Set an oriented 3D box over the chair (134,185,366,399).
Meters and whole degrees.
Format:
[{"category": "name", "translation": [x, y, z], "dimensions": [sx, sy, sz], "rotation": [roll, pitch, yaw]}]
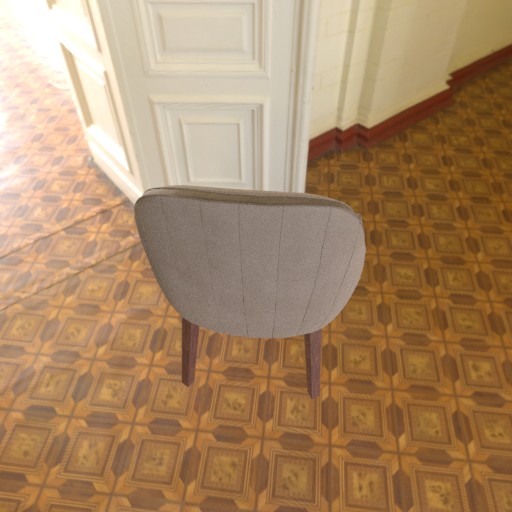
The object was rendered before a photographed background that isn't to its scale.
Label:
[{"category": "chair", "translation": [0.000, 0.000, 1.291], "dimensions": [0.643, 0.889, 0.575], "rotation": [4, 47, 4]}]
